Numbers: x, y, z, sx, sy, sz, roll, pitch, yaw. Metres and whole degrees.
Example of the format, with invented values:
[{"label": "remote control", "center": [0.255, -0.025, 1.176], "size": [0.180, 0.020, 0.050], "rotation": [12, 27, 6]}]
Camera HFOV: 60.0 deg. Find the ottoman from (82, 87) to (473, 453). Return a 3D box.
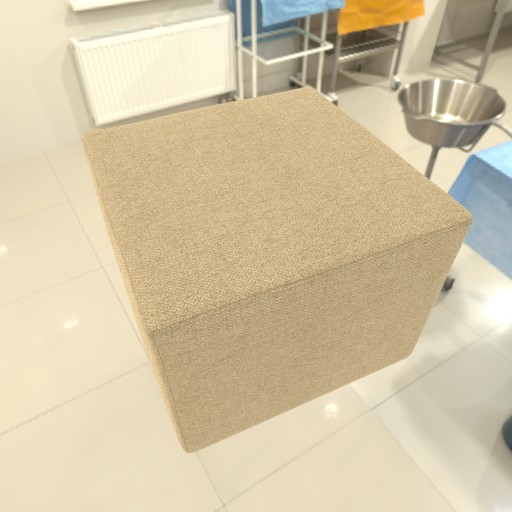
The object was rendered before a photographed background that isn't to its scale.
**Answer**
[{"label": "ottoman", "center": [0.000, 0.000, 0.877], "size": [0.508, 0.432, 0.508], "rotation": [-18, 48, -17]}]
